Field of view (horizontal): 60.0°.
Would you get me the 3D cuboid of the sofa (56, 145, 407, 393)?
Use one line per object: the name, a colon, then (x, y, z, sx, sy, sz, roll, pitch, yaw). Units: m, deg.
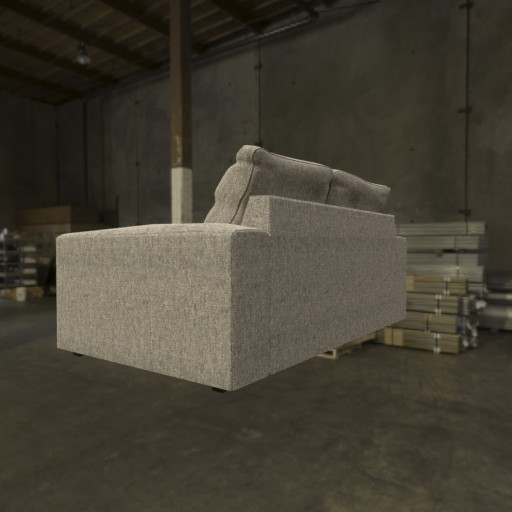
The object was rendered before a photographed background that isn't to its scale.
sofa: (0.000, 0.000, 2.423, 1.094, 0.877, 1.758, 1, 2, 36)
